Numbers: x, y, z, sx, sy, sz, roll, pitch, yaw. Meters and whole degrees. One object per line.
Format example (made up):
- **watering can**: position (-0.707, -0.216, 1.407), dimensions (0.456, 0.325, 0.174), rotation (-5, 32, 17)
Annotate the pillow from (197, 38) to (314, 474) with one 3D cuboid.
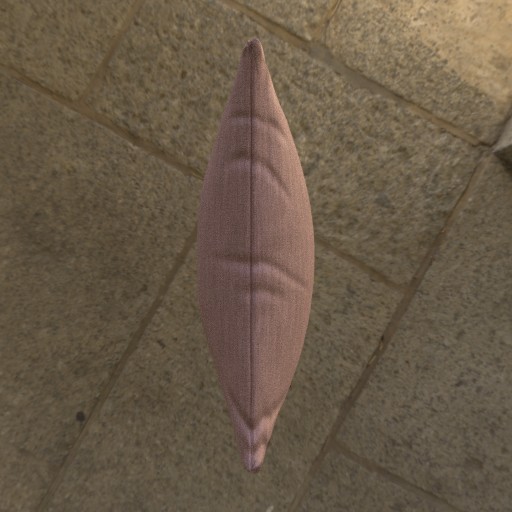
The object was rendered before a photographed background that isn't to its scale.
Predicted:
- **pillow**: position (0.000, 0.000, 0.800), dimensions (0.210, 0.338, 0.633), rotation (0, 89, -1)
